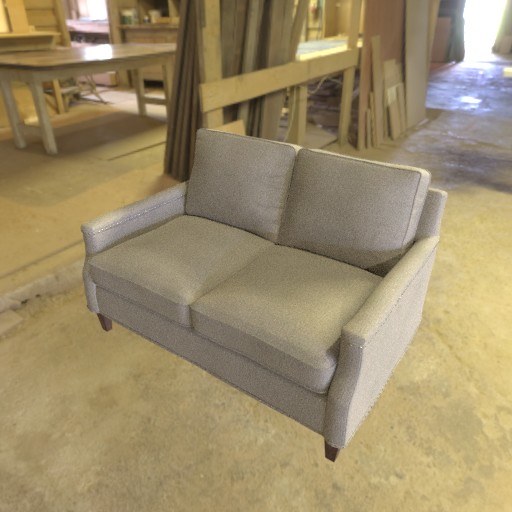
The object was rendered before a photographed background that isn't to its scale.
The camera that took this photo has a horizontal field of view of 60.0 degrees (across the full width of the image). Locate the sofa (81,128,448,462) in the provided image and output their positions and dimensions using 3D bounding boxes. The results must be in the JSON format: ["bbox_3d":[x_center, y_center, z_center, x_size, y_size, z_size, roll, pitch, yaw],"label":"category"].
[{"bbox_3d":[0.000,0.000,2.292,1.597,1.003,1.084,19,35,30],"label":"sofa"}]
